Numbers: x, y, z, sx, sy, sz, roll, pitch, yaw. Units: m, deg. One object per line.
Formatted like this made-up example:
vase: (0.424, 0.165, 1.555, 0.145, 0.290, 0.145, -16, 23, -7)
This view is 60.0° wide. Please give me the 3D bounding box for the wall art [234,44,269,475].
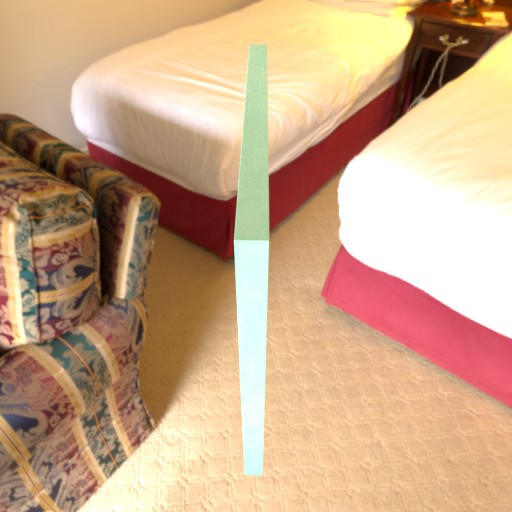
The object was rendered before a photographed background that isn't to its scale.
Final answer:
wall art: (0.000, 0.000, 0.876, 0.036, 0.603, 0.603, 1, 43, 1)
